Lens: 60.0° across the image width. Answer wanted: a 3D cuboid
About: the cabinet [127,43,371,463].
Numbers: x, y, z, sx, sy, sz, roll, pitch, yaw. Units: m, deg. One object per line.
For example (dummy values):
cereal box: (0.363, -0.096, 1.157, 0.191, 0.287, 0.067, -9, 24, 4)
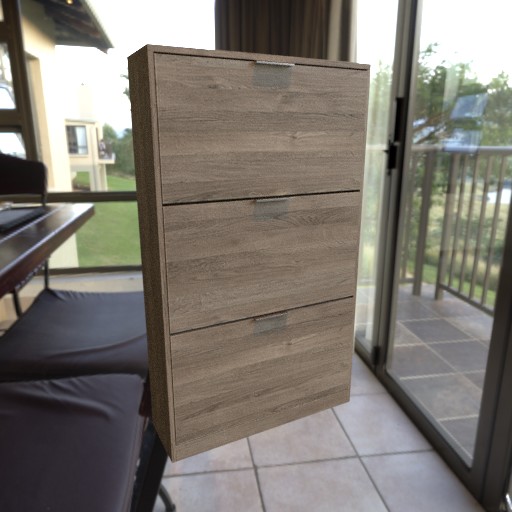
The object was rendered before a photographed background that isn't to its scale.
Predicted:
cabinet: (0.000, 0.000, 1.568, 0.750, 1.280, 0.250, -8, 17, -27)
